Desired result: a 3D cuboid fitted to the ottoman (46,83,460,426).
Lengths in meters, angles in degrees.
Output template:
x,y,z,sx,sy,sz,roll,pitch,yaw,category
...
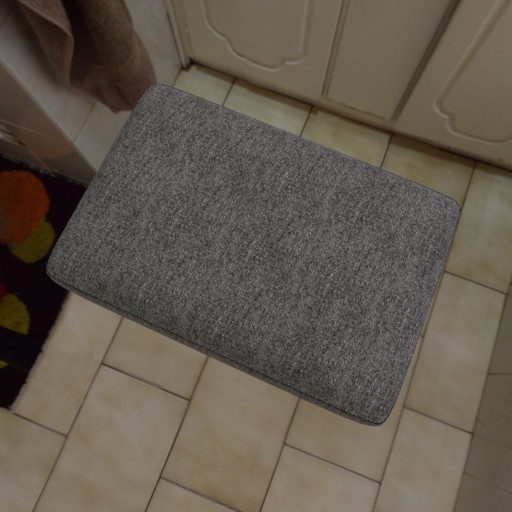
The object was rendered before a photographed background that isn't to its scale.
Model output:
x,y,z,sx,sy,sz,roll,pitch,yaw,category
0.000,0.000,1.209,0.864,0.483,0.584,23,77,6,ottoman
